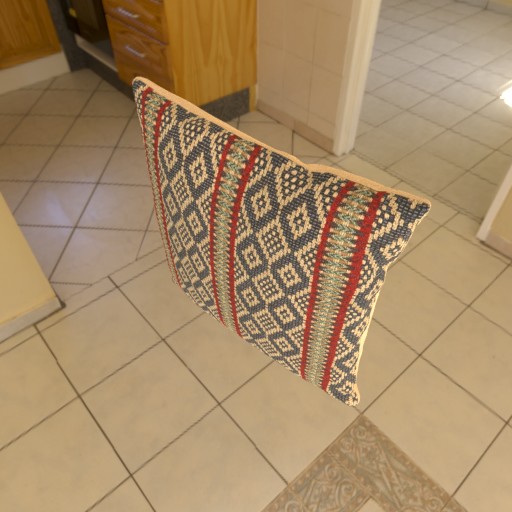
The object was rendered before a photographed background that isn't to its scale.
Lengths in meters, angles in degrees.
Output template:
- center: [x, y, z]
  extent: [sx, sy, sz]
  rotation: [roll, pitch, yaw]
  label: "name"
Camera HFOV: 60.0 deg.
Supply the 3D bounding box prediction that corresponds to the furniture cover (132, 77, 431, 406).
- center: [0.000, 0.000, 0.669]
  extent: [0.431, 0.431, 0.139]
  rotation: [30, 54, 26]
  label: "furniture cover"
